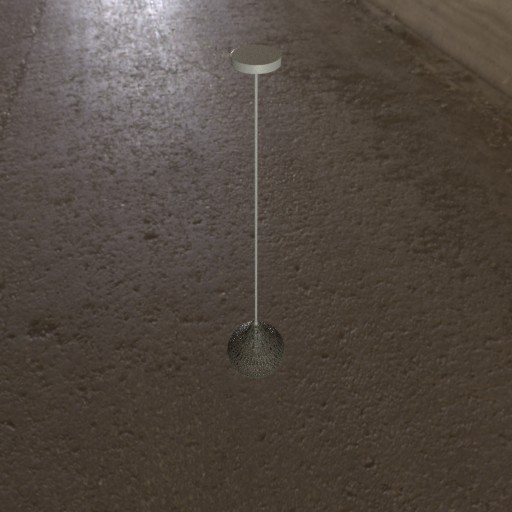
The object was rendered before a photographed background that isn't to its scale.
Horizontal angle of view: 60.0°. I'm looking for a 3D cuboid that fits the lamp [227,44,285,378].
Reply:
[{"bbox_3d":[0.000,0.000,2.153,0.355,1.919,0.355,32,54,27],"label":"lamp"}]
